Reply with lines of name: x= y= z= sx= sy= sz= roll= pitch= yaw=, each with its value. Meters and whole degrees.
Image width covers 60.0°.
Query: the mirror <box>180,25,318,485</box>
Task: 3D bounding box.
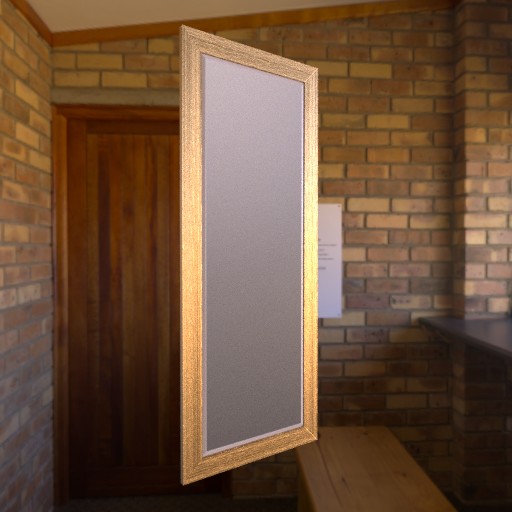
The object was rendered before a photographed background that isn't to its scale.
mirror: x=0.000 y=0.000 z=2.201 sx=0.812 sy=2.031 sz=0.025 roll=-1 pitch=1 yaw=-36
